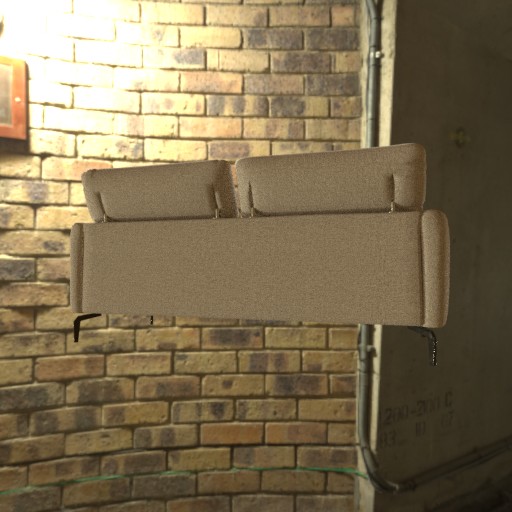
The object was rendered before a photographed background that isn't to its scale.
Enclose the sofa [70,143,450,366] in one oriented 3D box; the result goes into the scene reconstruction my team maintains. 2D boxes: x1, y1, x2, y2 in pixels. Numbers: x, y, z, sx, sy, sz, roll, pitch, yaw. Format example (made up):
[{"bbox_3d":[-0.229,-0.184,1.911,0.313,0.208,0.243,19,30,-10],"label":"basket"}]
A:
[{"bbox_3d":[0.000,0.000,2.544,2.015,0.956,0.856,0,-1,18],"label":"sofa"}]
